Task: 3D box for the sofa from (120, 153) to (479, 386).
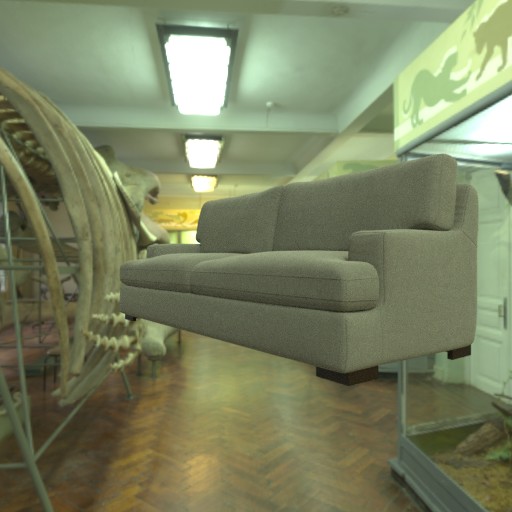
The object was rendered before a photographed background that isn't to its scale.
[{"bbox_3d":[0.000,0.000,2.788,0.962,0.980,2.354,0,-1,-37],"label":"sofa"}]
